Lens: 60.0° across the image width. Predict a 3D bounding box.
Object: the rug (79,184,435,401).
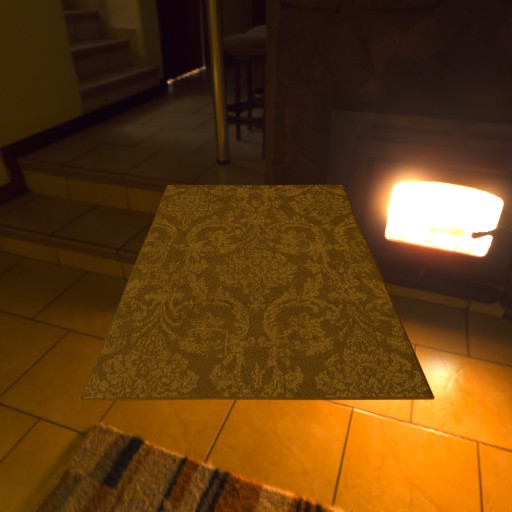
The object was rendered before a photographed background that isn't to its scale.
[{"bbox_3d":[0.000,0.000,2.272,1.206,0.012,1.824,0,32,0],"label":"rug"}]
